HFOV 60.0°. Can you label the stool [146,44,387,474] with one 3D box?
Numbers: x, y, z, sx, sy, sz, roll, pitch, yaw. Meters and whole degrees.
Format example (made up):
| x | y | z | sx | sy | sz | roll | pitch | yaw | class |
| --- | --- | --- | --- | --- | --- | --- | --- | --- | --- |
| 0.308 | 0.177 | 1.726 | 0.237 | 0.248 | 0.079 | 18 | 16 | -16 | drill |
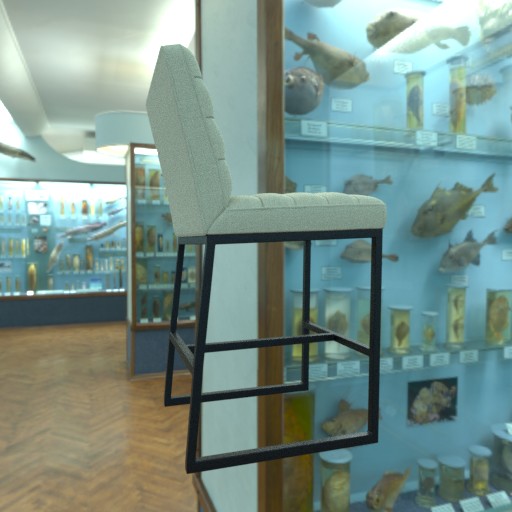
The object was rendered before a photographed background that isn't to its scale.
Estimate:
| x | y | z | sx | sy | sz | roll | pitch | yaw | class |
| --- | --- | --- | --- | --- | --- | --- | --- | --- | --- |
| 0.000 | 0.000 | 1.236 | 0.560 | 0.940 | 0.460 | -1 | 2 | -18 | stool |
